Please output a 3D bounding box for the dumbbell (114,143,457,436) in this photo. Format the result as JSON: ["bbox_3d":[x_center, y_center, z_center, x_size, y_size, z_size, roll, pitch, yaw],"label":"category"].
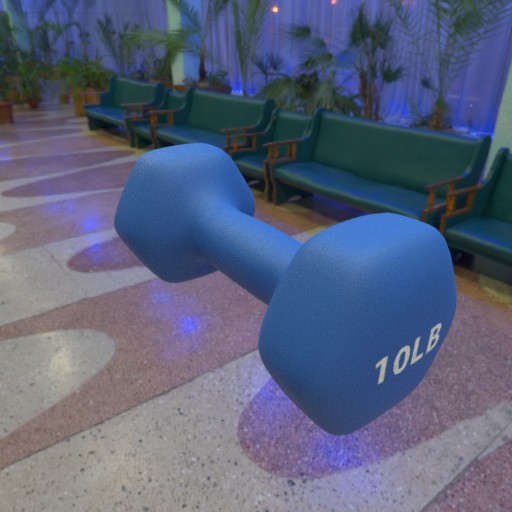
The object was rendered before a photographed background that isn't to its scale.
[{"bbox_3d":[0.000,0.000,0.255,0.103,0.093,0.212,-18,33,-31],"label":"dumbbell"}]
